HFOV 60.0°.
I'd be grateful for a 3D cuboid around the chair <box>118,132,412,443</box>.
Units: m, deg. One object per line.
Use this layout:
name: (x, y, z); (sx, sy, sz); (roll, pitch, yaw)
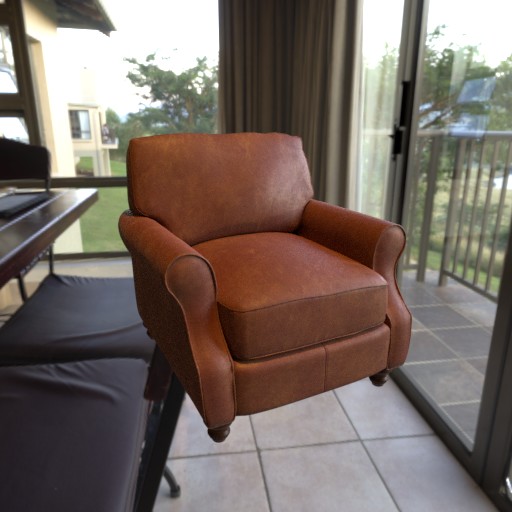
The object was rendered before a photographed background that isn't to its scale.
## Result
chair: (0.000, 0.000, 1.820); (0.983, 0.962, 0.986); (-9, 19, -26)
